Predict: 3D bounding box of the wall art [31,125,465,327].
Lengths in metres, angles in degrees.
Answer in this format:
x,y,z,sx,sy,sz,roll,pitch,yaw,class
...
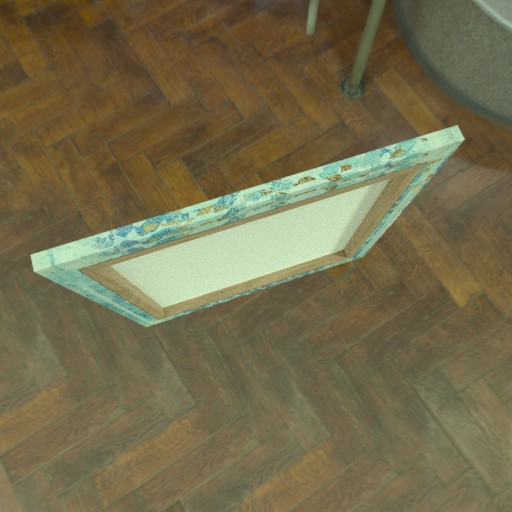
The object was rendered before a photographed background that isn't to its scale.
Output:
x,y,z,sx,sy,sz,roll,pitch,yaw,class
0.000,0.000,1.340,0.916,0.916,0.040,-18,75,-5,wall art
